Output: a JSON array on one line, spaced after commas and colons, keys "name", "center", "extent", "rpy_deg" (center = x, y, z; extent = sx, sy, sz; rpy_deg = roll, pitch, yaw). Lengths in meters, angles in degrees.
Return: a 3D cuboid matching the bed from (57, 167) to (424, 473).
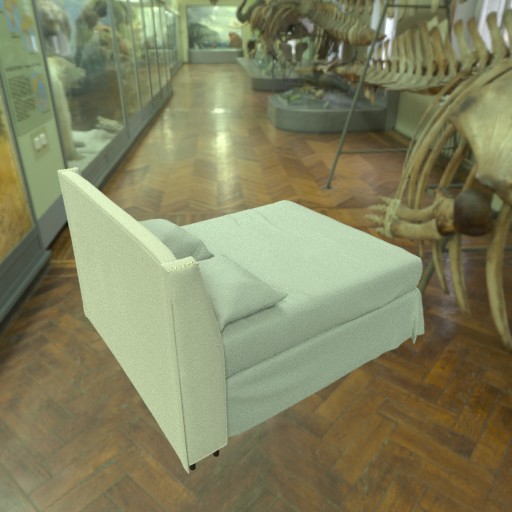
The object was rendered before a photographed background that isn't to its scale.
[{"name": "bed", "center": [0.000, 0.000, 3.430], "extent": [2.276, 1.332, 1.925], "rpy_deg": [-18, 32, -31]}]
